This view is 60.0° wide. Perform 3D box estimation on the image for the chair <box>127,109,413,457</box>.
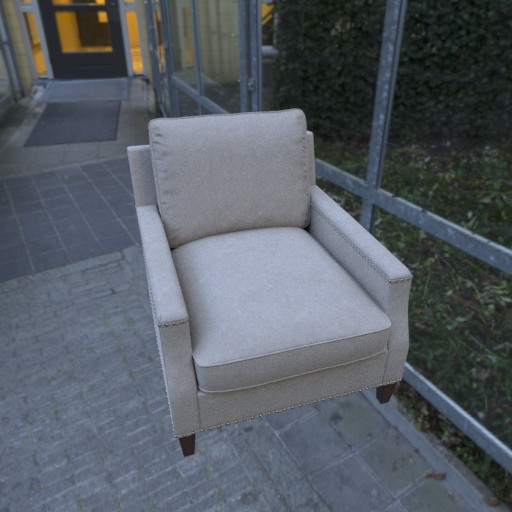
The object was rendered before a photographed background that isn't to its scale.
[{"bbox_3d":[0.000,0.000,1.753,0.853,0.943,1.014,-9,32,-15],"label":"chair"}]
